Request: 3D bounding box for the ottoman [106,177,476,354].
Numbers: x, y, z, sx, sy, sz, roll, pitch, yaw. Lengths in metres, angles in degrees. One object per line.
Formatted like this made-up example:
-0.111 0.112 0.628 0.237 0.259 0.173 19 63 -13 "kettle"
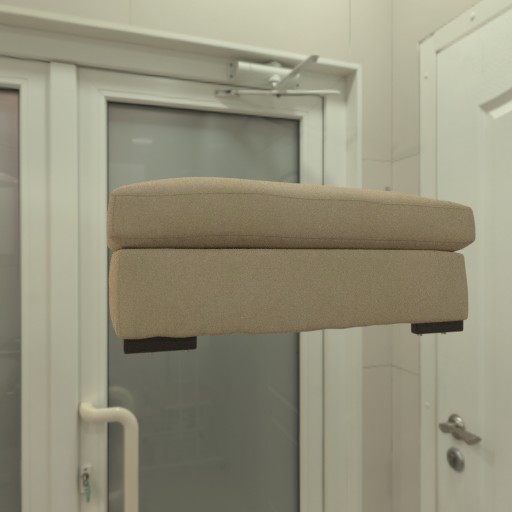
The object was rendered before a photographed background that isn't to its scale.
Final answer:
0.000 0.000 1.862 1.190 0.522 1.205 0 0 -18 "ottoman"
